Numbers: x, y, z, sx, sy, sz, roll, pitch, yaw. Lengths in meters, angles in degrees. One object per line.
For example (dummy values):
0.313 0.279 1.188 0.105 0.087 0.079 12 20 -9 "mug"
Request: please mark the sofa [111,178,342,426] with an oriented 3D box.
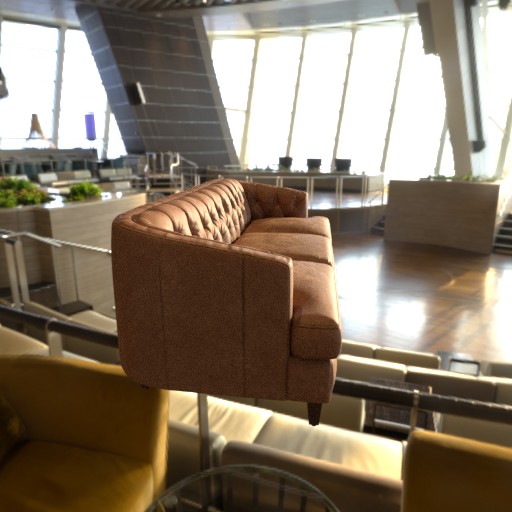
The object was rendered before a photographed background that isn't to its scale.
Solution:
0.000 0.000 2.669 0.922 0.791 2.257 2 15 8 "sofa"
